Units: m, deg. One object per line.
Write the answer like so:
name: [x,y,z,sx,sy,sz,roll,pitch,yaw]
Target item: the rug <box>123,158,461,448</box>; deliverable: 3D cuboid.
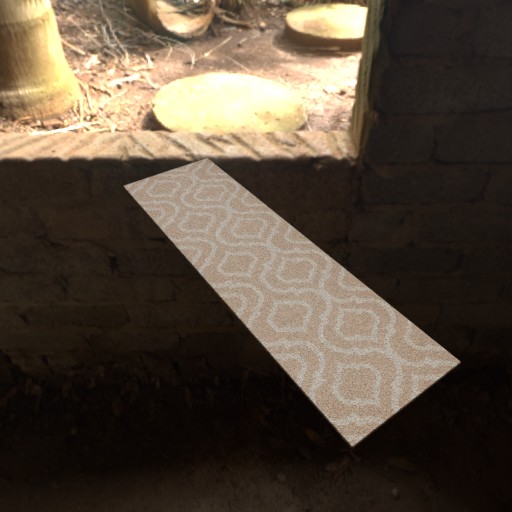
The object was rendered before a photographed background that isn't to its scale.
rug: [0.000,0.000,2.581,0.691,0.013,2.289,-25,47,-25]
